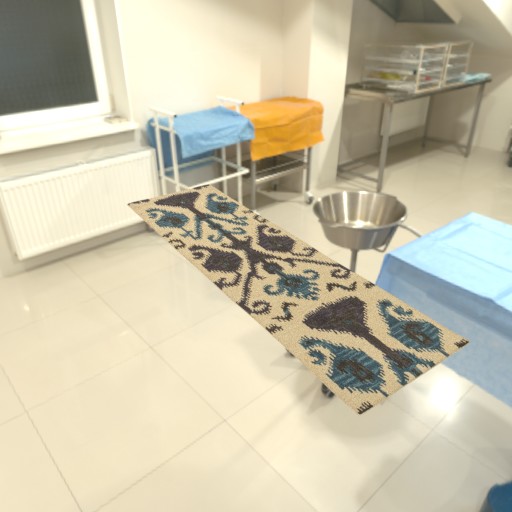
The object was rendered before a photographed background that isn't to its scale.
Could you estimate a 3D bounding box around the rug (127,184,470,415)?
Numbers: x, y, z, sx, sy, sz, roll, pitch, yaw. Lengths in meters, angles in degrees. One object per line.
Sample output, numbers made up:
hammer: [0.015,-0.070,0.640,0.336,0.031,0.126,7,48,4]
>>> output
rug: [0.000,0.000,2.584,0.692,0.017,2.301,-19,36,-30]
